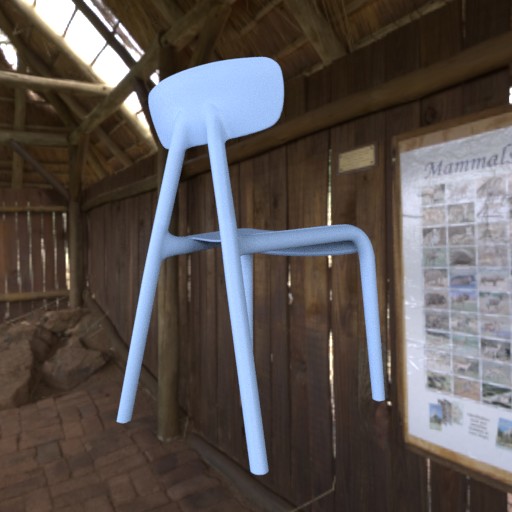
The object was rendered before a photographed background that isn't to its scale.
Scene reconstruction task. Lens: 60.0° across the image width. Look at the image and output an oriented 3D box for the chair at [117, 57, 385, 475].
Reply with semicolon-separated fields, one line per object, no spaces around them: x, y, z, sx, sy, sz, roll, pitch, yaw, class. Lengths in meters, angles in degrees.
0.000;0.000;0.834;0.356;0.580;0.401;0;1;37;chair
